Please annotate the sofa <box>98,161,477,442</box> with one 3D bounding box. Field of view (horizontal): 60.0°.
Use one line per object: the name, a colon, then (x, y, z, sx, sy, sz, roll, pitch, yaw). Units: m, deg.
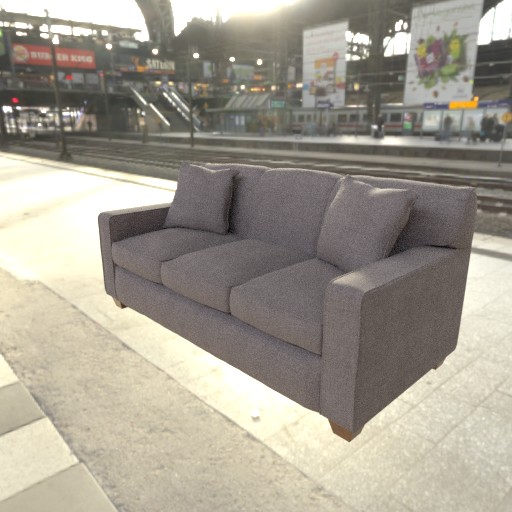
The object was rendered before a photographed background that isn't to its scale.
sofa: (0.000, 0.000, 2.538, 0.997, 0.958, 2.024, -16, 23, -42)
